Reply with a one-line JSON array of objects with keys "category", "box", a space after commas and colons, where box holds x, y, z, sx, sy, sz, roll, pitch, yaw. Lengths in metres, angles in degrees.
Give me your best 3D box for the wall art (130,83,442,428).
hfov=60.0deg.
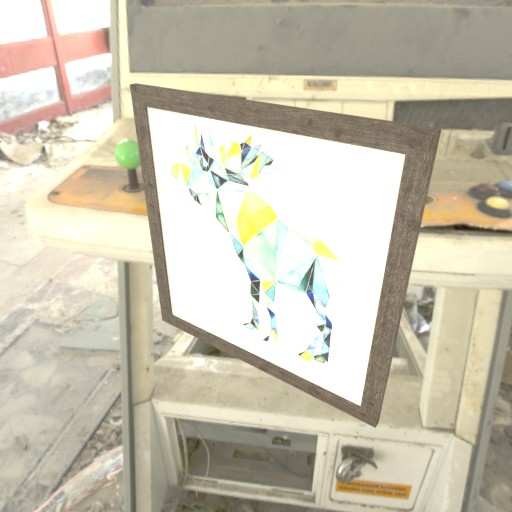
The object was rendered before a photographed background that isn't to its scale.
[{"category": "wall art", "box": [0.000, 0.000, 0.682, 0.457, 0.457, 0.013, 20, 36, 29]}]
